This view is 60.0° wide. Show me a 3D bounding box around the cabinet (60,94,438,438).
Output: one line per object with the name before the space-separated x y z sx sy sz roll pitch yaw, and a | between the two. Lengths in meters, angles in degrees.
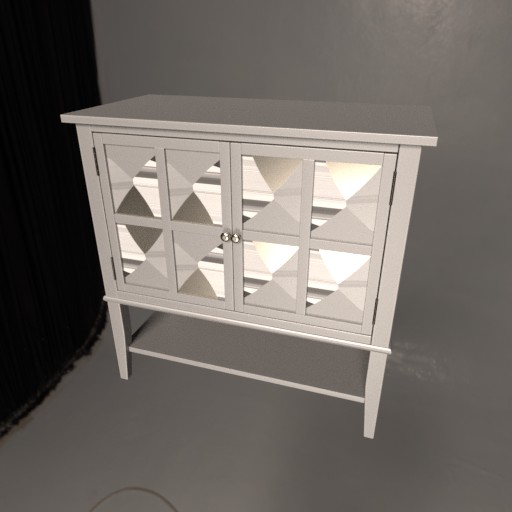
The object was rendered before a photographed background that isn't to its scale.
cabinet | 0.000 0.000 1.233 0.801 0.780 0.396 8 28 16
